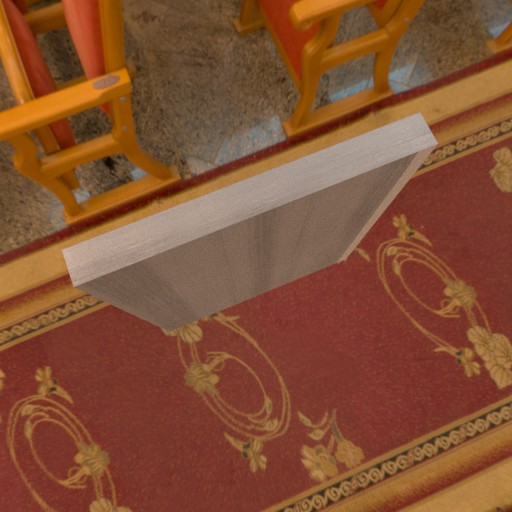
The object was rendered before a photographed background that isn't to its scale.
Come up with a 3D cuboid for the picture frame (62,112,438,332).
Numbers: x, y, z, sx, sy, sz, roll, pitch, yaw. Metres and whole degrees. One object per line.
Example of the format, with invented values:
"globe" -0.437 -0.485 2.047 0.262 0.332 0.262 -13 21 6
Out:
"picture frame" 0.000 0.000 0.778 0.449 0.555 0.046 -22 76 -6
